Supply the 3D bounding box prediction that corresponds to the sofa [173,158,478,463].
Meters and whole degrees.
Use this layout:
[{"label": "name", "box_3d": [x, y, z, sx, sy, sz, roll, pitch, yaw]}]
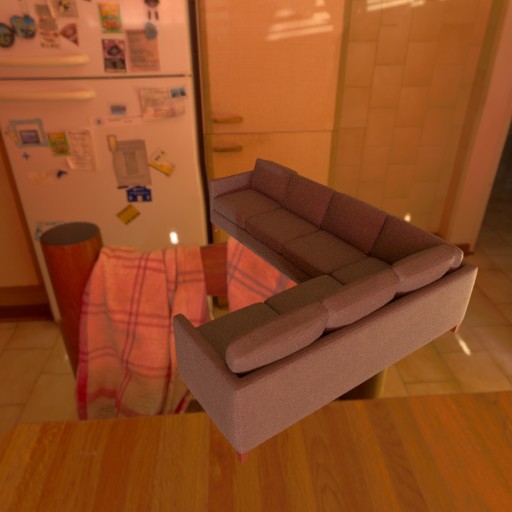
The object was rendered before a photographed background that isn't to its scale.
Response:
[{"label": "sofa", "box_3d": [0.000, 0.000, 4.573, 2.593, 0.947, 3.302, -19, 35, -29]}]
